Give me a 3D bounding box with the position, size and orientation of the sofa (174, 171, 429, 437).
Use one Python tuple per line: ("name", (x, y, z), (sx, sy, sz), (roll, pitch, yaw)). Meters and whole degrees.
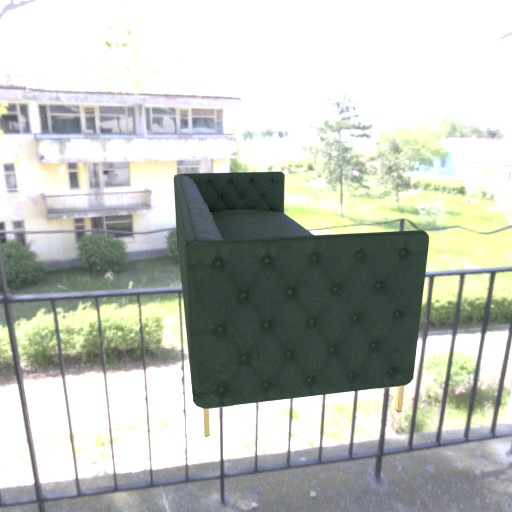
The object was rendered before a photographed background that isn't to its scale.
("sofa", (0.000, 0.000, 2.634), (0.895, 0.771, 2.209), (-3, 17, -11))
